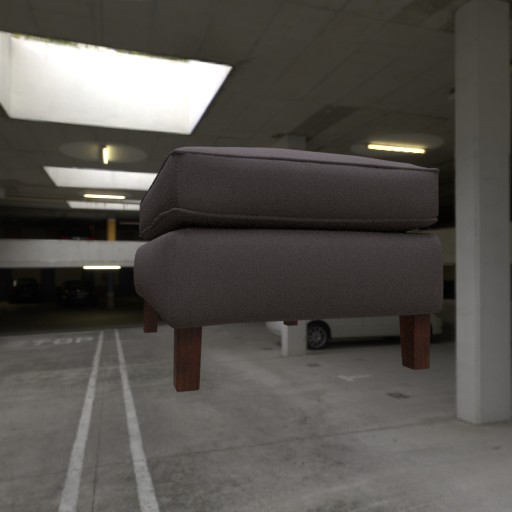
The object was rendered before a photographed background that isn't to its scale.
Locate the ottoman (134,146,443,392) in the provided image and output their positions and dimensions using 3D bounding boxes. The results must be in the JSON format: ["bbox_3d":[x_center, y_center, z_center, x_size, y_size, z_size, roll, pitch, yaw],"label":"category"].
[{"bbox_3d":[0.000,0.000,0.996,0.508,0.406,0.686,0,-1,-19],"label":"ottoman"}]
